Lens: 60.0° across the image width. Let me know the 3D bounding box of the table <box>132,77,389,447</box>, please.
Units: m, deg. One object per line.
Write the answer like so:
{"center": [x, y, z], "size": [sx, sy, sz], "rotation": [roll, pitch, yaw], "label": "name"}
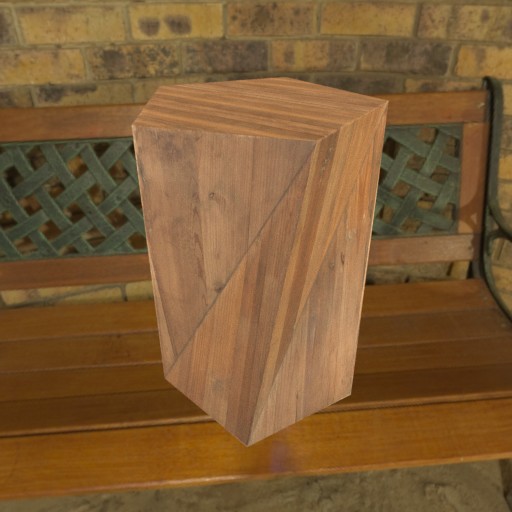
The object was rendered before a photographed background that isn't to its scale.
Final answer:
{"center": [0.000, 0.000, 0.893], "size": [0.441, 0.604, 0.425], "rotation": [-21, 38, -30], "label": "table"}
